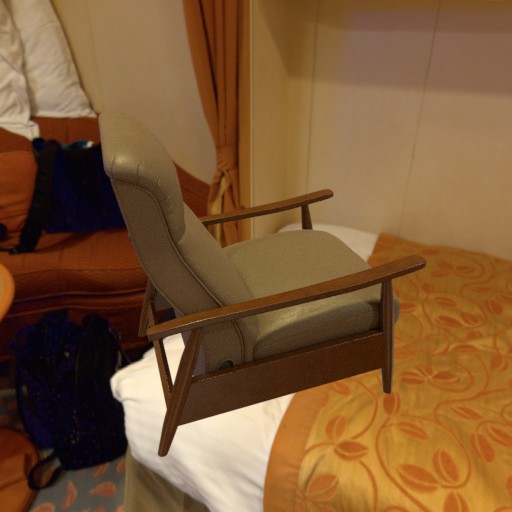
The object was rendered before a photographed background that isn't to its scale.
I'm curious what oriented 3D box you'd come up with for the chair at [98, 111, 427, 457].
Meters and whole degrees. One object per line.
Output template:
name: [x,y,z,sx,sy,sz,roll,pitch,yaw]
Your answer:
chair: [0.000,0.000,1.754,1.014,1.082,0.762,-9,30,-16]
